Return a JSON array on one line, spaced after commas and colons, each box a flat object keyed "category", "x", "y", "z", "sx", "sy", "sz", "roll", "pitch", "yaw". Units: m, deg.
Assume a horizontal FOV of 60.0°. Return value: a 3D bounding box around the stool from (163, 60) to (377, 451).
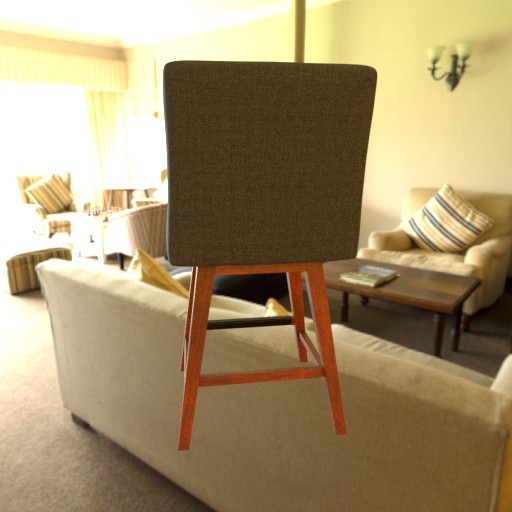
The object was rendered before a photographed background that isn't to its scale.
[{"category": "stool", "x": 0.000, "y": 0.000, "z": 1.188, "sx": 0.467, "sy": 0.895, "sz": 0.524, "roll": -2, "pitch": 15, "yaw": -8}]
